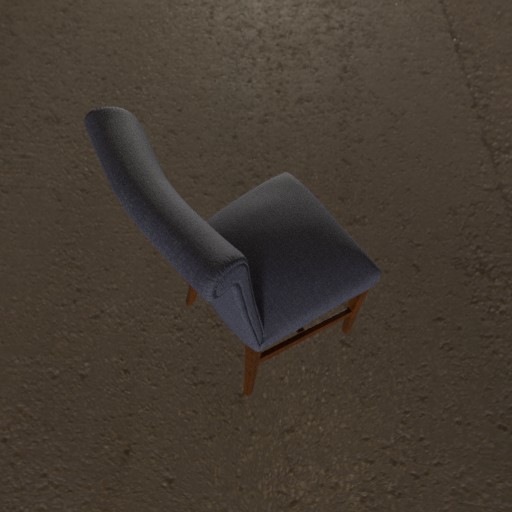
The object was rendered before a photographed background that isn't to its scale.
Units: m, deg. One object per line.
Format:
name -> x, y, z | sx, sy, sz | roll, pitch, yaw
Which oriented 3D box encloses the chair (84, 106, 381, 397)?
chair -> 0.000, 0.000, 1.320 | 0.608, 0.988, 0.513 | -30, 63, -17
